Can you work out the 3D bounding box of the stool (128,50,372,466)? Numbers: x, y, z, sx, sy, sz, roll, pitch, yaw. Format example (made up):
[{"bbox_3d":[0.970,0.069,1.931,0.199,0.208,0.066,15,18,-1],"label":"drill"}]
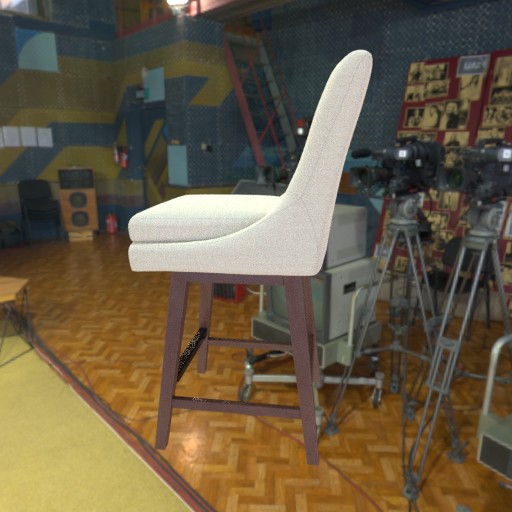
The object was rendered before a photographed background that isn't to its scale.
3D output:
[{"bbox_3d":[0.000,0.000,1.250,0.559,0.991,0.483,2,14,8],"label":"stool"}]
